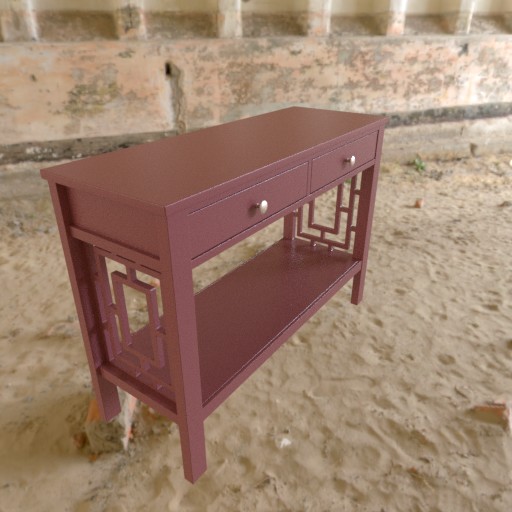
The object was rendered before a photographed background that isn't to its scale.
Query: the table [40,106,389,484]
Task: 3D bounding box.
[{"bbox_3d":[0.000,0.000,1.420,0.397,0.753,1.068,18,32,31],"label":"table"}]
